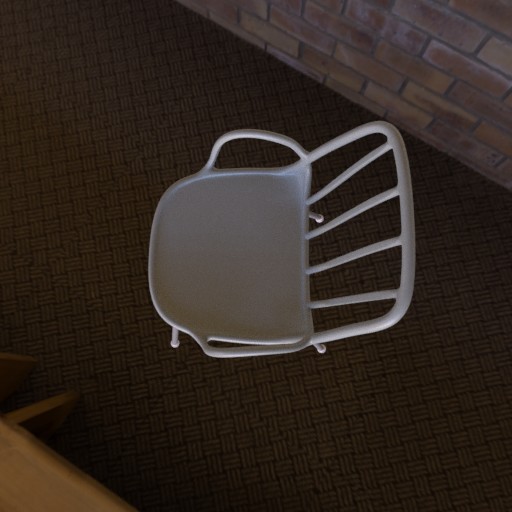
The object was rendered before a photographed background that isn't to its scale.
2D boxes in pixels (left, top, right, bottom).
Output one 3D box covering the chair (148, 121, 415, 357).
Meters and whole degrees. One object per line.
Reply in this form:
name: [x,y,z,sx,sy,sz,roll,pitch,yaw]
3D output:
chair: [0.000,0.000,1.228,0.597,0.816,0.549,1,77,0]
